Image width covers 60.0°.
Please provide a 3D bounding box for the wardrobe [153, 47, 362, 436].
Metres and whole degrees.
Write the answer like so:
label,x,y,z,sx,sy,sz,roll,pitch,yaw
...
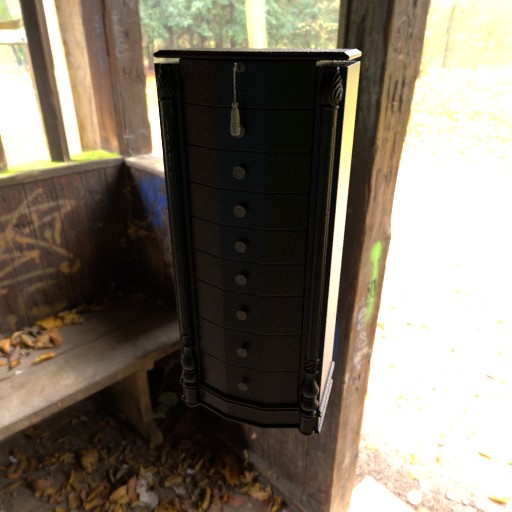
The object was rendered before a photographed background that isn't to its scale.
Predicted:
label,x,y,z,sx,sy,sz,roll,pitch,yaw
wardrobe,0.000,0.000,1.198,0.444,1.011,0.295,8,28,16
